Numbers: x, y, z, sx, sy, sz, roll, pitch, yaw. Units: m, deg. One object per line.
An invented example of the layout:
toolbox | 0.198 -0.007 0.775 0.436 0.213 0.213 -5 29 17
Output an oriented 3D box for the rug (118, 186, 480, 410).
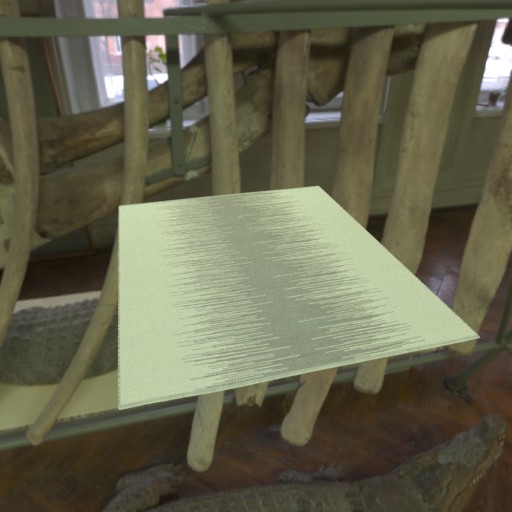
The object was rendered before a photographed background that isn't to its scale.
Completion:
rug | 0.000 0.000 4.091 2.453 0.010 3.037 -8 31 -13
